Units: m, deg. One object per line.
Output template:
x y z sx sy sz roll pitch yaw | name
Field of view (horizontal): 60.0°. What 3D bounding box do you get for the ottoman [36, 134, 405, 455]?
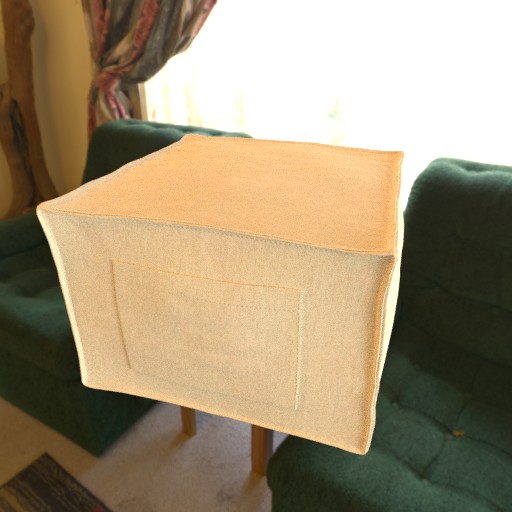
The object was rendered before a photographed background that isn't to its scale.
0.000 0.000 1.137 0.707 0.470 0.696 8 28 15 | ottoman
